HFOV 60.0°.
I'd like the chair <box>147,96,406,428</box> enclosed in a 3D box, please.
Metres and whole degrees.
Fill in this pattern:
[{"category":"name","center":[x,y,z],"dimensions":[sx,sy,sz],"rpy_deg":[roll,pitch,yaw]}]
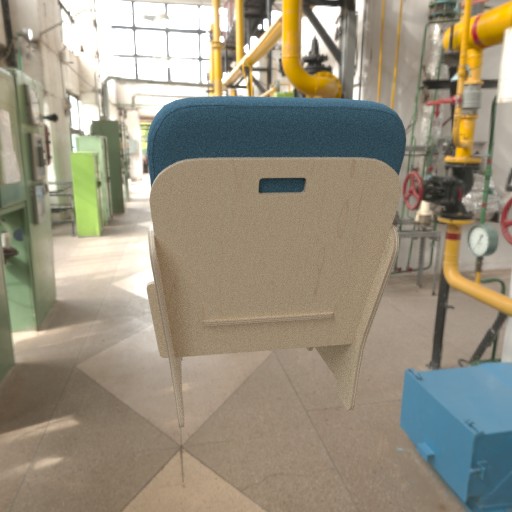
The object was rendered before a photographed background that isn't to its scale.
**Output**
[{"category":"chair","center":[0.000,0.000,1.192],"dimensions":[0.547,0.747,0.657],"rpy_deg":[-2,13,-10]}]
